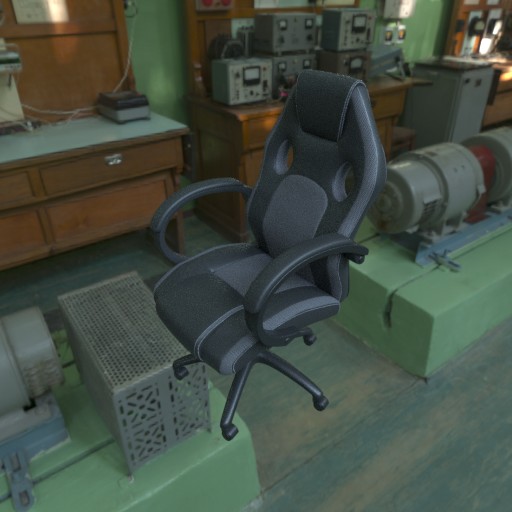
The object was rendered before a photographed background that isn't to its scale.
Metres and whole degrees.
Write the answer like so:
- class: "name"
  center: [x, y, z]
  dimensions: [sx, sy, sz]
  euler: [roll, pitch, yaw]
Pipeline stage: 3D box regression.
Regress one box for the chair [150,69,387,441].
- class: "chair"
  center: [0.000, 0.000, 1.619]
  dimensions: [0.724, 1.187, 0.673]
  euler: [-22, 38, -31]
